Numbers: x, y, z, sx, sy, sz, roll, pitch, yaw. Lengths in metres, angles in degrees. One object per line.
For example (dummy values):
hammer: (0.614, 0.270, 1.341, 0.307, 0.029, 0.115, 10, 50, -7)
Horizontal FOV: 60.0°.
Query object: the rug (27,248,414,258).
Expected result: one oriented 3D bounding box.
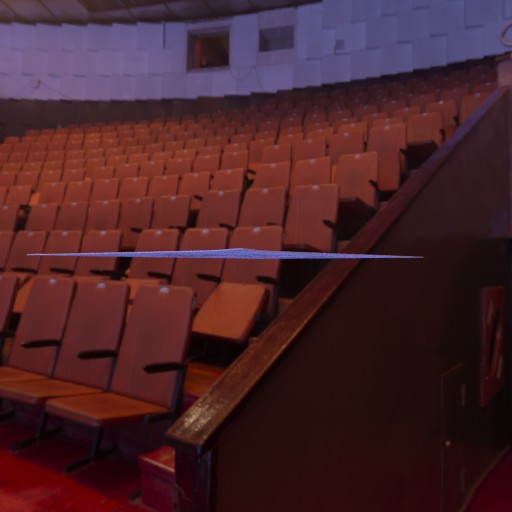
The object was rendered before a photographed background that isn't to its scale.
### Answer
rug: (0.000, 0.000, 2.347, 1.223, 0.008, 1.813, -1, -1, 36)
